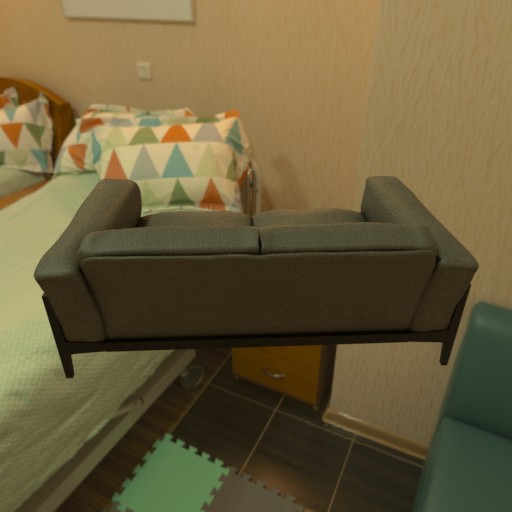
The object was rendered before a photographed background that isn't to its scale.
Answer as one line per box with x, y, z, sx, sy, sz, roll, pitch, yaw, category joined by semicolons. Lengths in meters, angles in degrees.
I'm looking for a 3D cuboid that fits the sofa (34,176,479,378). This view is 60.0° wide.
0.000;0.000;2.154;1.690;0.656;0.960;-1;31;-2;sofa
